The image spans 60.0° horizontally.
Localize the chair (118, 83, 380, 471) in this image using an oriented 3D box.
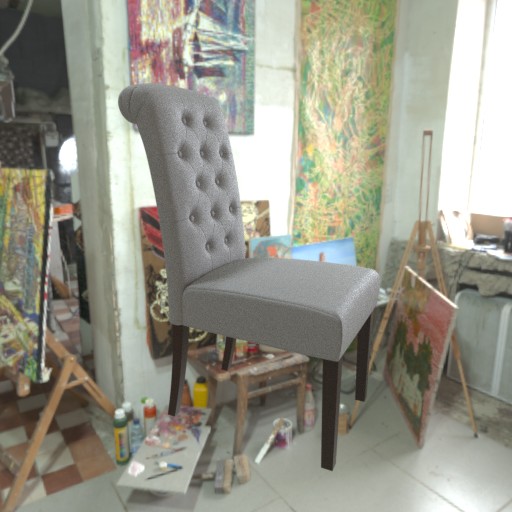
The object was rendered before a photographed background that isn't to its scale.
[{"bbox_3d":[0.000,0.000,1.356,0.671,1.006,0.456,6,15,25],"label":"chair"}]
